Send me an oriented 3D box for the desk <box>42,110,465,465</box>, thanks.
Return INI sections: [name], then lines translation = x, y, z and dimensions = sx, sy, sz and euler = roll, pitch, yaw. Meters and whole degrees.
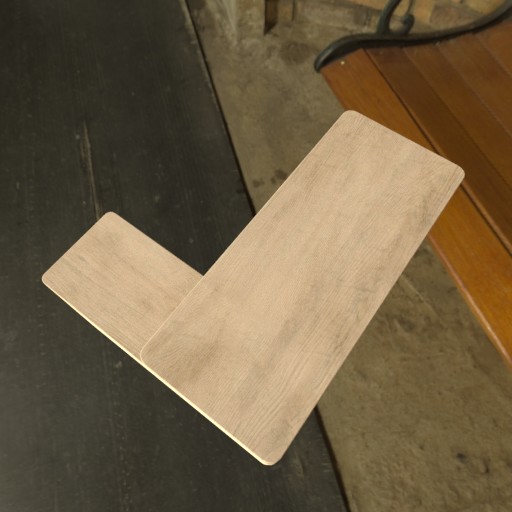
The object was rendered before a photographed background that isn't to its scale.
[desk]
translation = 0.000, 0.000, 2.108
dimensions = 1.175, 0.770, 1.400
euler = 34, 69, 15
